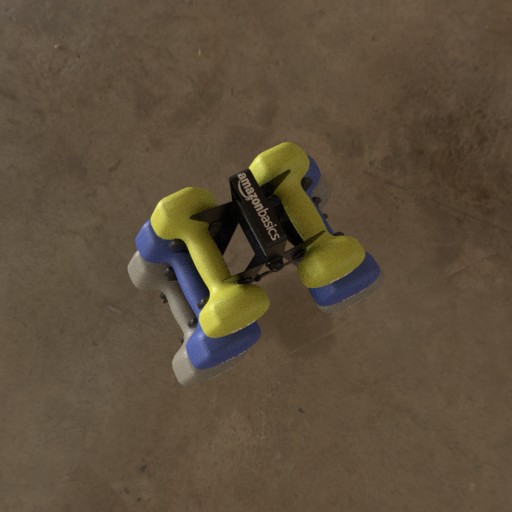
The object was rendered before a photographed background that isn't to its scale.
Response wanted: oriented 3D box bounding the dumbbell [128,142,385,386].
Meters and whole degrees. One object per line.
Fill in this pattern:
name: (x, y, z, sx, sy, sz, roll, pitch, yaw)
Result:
dumbbell: (0.000, 0.000, 0.689, 0.416, 0.426, 0.261, -26, 77, -7)
